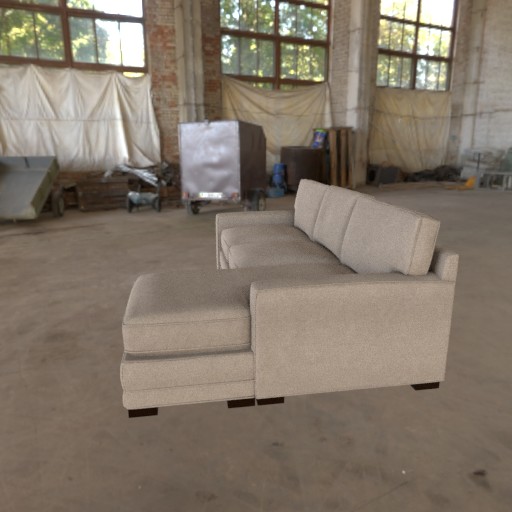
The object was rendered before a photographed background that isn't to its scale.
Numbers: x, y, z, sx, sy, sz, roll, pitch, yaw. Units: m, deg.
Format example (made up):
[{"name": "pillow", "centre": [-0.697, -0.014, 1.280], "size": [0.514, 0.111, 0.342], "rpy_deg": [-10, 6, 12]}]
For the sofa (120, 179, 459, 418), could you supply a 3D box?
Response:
[{"name": "sofa", "centre": [0.000, 0.000, 2.900], "size": [1.496, 0.861, 2.087], "rpy_deg": [-2, 15, -9]}]
